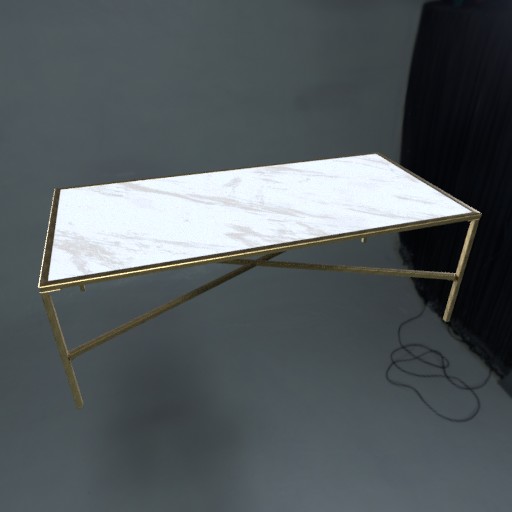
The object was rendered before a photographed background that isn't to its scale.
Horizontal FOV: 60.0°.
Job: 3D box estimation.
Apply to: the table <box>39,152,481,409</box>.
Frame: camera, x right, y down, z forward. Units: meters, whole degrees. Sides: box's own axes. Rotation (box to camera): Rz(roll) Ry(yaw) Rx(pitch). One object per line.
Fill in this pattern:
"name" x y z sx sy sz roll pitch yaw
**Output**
"table" 0.000 0.000 1.475 1.197 0.405 0.577 -10 33 -15
